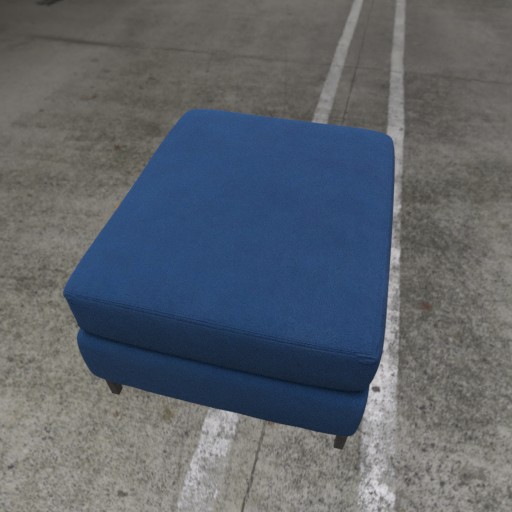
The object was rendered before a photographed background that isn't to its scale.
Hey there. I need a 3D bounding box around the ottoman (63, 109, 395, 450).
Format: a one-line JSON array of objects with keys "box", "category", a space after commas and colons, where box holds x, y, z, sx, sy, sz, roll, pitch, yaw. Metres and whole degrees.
[{"box": [0.000, 0.000, 1.200, 0.655, 0.485, 0.794, 10, 48, 9], "category": "ottoman"}]
